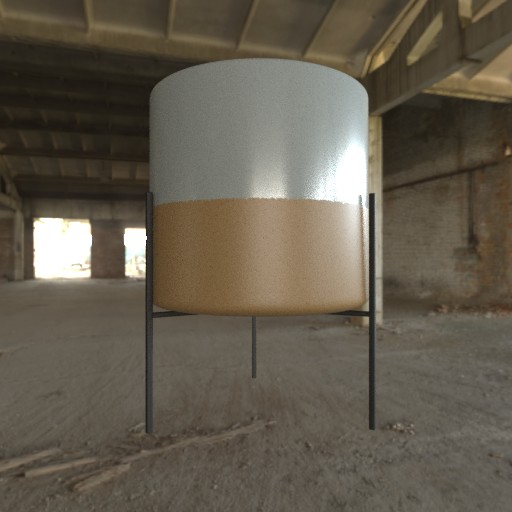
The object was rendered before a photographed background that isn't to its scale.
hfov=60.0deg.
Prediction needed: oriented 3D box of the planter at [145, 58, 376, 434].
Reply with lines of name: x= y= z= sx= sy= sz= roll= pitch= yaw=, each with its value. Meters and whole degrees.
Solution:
planter: x=0.000 y=0.000 z=0.629 sx=0.310 sy=0.432 sz=0.310 roll=0 pitch=0 yaw=-17
